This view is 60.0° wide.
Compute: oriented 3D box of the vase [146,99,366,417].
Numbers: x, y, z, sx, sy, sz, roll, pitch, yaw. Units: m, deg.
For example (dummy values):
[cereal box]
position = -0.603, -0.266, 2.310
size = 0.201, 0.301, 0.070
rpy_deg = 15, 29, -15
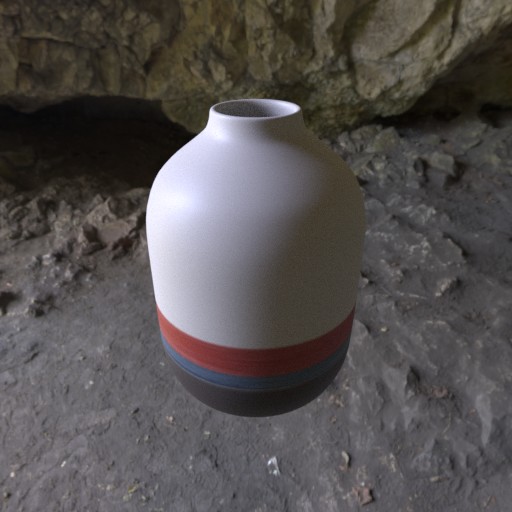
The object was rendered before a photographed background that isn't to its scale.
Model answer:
[vase]
position = 0.000, 0.000, 0.365
size = 0.169, 0.237, 0.169
rpy_deg = 0, 30, 0
